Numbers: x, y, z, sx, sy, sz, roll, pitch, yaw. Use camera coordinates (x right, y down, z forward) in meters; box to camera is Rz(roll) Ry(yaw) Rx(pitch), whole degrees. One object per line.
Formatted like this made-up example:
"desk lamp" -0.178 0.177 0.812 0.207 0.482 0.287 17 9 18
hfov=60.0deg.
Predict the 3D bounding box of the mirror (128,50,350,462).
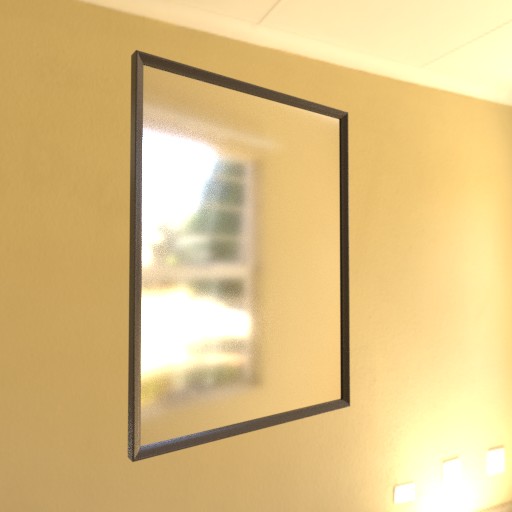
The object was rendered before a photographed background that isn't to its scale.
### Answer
"mirror" 0.000 0.000 1.328 0.762 1.016 0.041 1 -2 -35
